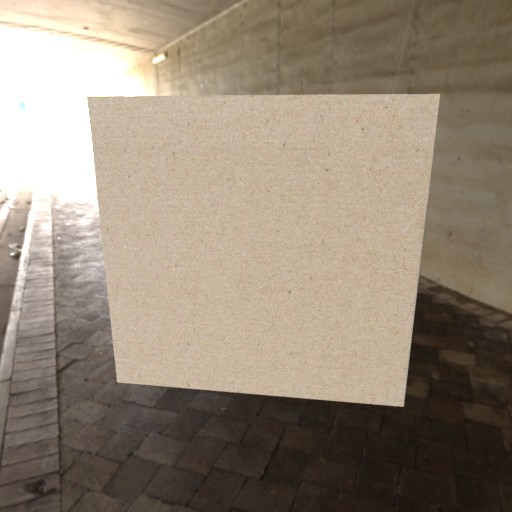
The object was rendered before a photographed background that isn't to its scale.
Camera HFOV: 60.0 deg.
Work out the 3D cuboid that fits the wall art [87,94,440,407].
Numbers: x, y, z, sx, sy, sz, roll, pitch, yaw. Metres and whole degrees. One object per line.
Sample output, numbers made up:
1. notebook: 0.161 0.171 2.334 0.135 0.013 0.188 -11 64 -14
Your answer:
1. wall art: 0.000 0.000 0.468 0.327 0.318 0.029 2 17 8
